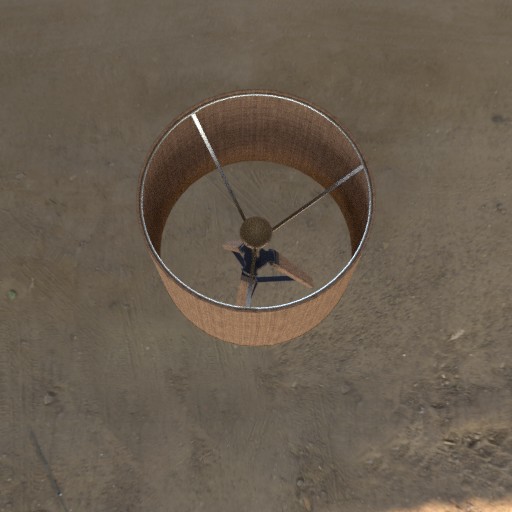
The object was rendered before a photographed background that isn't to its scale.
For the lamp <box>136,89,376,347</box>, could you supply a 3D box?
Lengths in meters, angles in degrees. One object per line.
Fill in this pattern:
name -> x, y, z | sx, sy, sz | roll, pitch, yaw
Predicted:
lamp -> 0.000, 0.000, 0.708 | 0.290, 0.514, 0.290 | 0, 75, 0
